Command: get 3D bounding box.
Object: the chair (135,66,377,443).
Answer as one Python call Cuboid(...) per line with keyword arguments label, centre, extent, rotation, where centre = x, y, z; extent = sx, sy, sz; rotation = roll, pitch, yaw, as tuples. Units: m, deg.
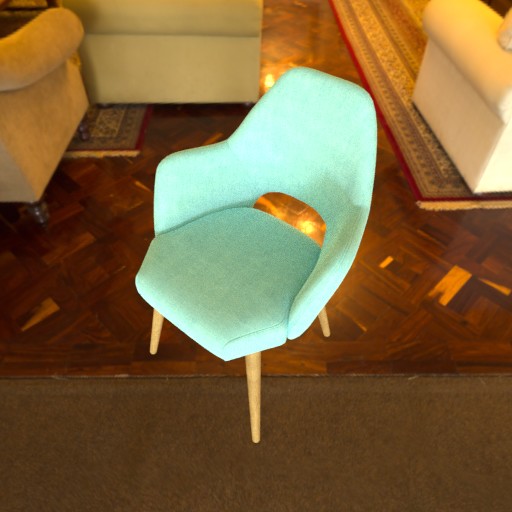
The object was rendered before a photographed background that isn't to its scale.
Cuboid(label="chair", centre=(0.000, 0.000, 1.250), extent=(0.590, 0.840, 0.610), rotation=(32, 55, 26))
